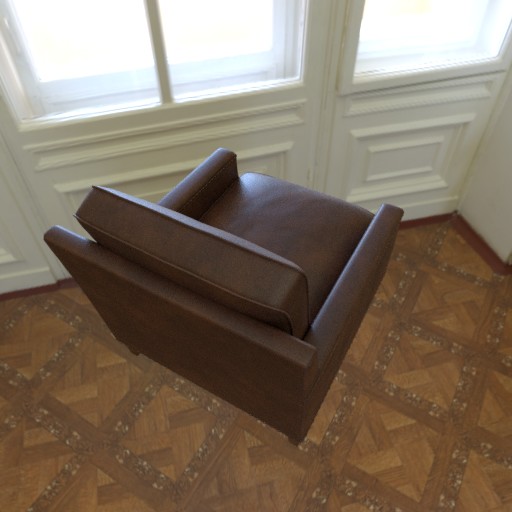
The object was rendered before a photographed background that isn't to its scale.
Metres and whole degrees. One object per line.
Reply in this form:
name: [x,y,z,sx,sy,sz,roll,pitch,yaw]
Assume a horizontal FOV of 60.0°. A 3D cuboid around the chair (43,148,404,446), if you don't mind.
chair: [0.000,0.000,1.669,0.853,0.929,1.014,23,51,20]
